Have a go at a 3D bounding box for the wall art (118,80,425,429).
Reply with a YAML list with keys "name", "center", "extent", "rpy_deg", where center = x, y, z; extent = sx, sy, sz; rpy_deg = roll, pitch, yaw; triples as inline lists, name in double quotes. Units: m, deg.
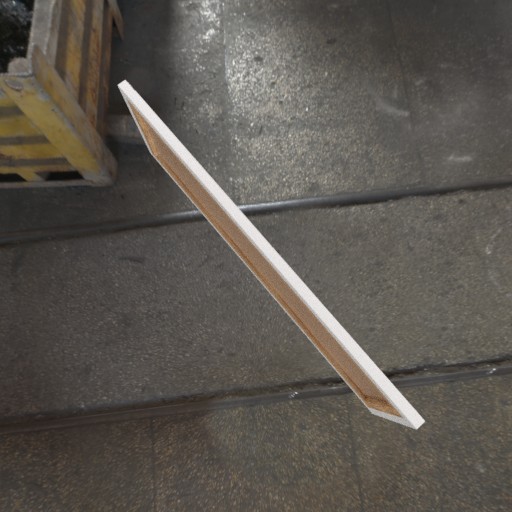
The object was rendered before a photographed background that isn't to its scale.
- name: "wall art"
  center: [0.000, 0.000, 1.702]
  extent: [0.039, 0.507, 1.520]
  rpy_deg: [-39, 79, -9]
